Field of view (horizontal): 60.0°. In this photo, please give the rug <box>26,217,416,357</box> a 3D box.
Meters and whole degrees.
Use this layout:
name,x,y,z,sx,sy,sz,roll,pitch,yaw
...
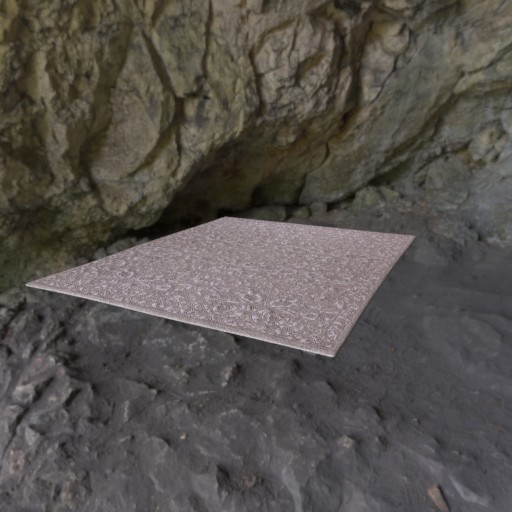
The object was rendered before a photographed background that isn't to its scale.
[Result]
name,x,y,z,sx,sy,sz,roll,pitch,yaw
rug,0.000,0.000,4.162,2.472,0.035,3.017,8,18,26
